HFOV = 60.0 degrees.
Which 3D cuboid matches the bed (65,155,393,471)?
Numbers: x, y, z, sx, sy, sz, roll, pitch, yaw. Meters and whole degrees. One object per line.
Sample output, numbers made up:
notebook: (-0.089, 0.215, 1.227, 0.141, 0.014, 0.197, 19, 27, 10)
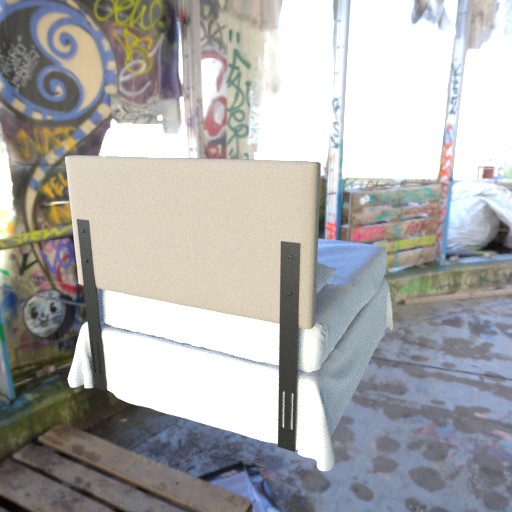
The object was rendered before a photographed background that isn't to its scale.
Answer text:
bed: (0.000, 0.000, 3.453, 1.936, 1.577, 2.222, 7, 17, 25)
